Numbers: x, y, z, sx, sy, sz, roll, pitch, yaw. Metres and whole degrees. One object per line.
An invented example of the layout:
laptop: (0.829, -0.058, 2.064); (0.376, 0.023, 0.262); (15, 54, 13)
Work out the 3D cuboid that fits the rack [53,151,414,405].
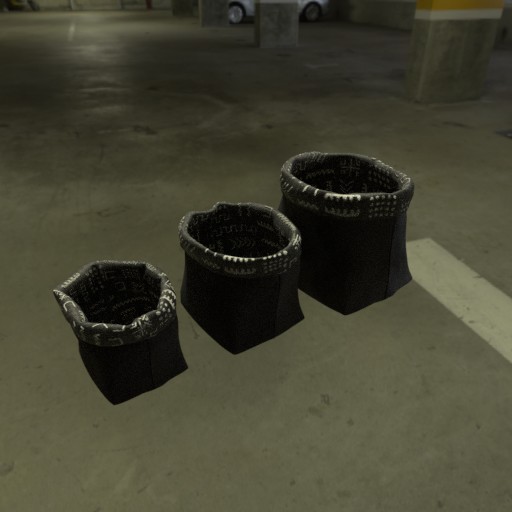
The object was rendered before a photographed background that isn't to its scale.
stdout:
rack: (0.000, 0.000, 1.092); (0.905, 0.323, 0.379); (-21, 37, -30)
